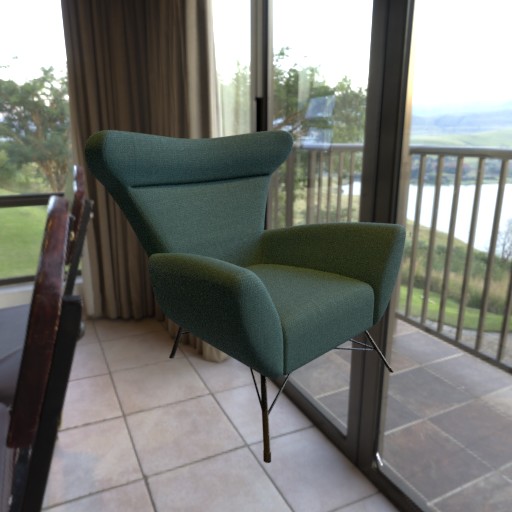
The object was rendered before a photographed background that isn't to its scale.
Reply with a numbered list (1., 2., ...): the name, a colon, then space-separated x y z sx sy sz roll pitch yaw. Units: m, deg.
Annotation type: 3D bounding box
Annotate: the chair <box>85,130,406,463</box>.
1. chair: 0.000 0.000 1.788 1.050 0.980 0.900 -15 22 -43
